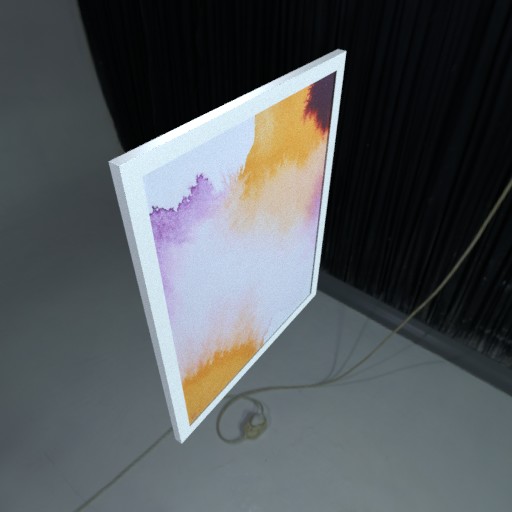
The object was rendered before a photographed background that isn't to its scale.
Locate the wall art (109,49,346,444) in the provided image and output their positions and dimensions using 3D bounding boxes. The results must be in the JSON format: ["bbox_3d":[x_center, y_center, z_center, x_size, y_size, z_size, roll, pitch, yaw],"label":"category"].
[{"bbox_3d":[0.000,0.000,0.620,0.013,0.456,0.382,26,47,27],"label":"wall art"}]
